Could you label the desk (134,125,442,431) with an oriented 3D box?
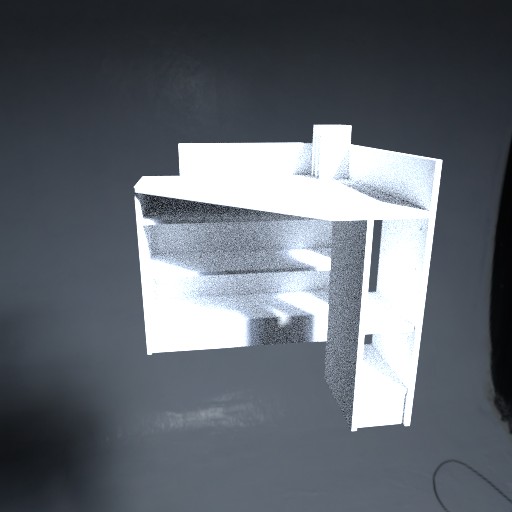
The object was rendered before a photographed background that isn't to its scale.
[{"bbox_3d":[0.000,0.000,1.766,0.940,0.986,0.940,-2,17,-7],"label":"desk"}]
